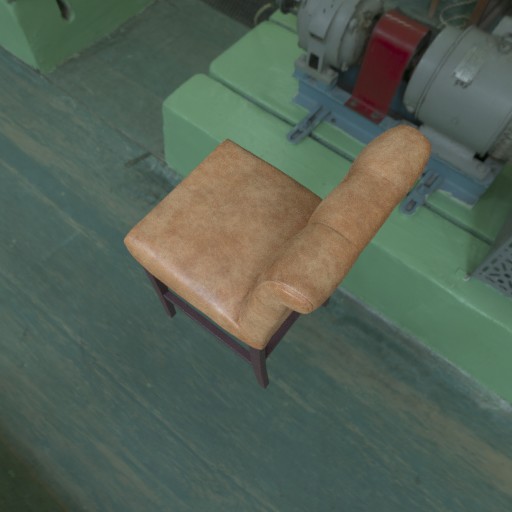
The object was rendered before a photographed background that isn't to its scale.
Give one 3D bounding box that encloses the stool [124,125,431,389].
[{"bbox_3d":[0.000,0.000,1.355,0.601,1.047,0.493,35,68,16],"label":"stool"}]
